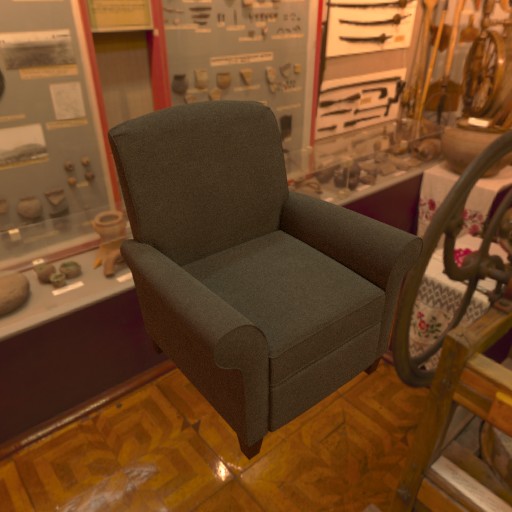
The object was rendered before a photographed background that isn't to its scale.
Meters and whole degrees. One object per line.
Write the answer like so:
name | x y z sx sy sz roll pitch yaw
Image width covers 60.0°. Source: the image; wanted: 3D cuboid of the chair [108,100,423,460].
chair | 0.000 0.000 1.786 0.978 1.061 0.905 -22 37 -32
